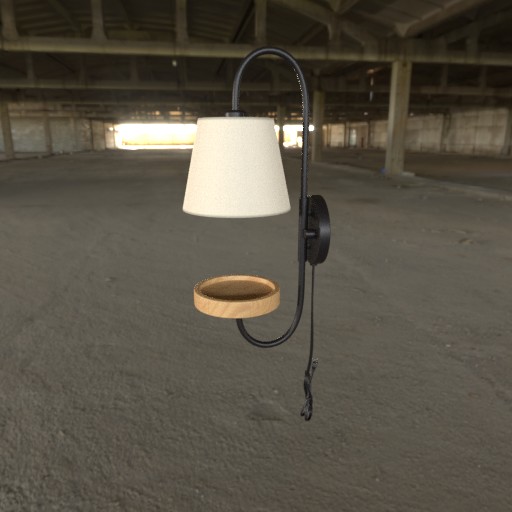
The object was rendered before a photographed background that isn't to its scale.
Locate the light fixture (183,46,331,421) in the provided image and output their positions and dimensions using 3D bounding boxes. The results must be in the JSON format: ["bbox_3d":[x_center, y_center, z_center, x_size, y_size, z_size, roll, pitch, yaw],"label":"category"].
[{"bbox_3d":[0.000,0.000,0.942,0.299,0.821,0.220,-2,15,-9],"label":"light fixture"}]
